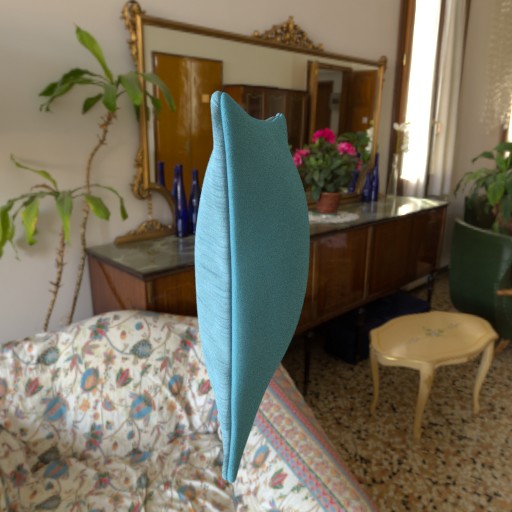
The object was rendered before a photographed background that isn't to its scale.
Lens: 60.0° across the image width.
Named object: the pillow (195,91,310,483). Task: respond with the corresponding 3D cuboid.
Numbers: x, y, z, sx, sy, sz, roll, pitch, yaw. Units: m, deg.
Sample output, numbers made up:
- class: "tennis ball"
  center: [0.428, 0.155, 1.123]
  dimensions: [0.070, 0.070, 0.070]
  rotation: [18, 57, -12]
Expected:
- class: "pillow"
  center: [0.000, 0.000, 0.644]
  dimensions: [0.151, 0.415, 0.433]
  rotation: [3, 16, 10]
